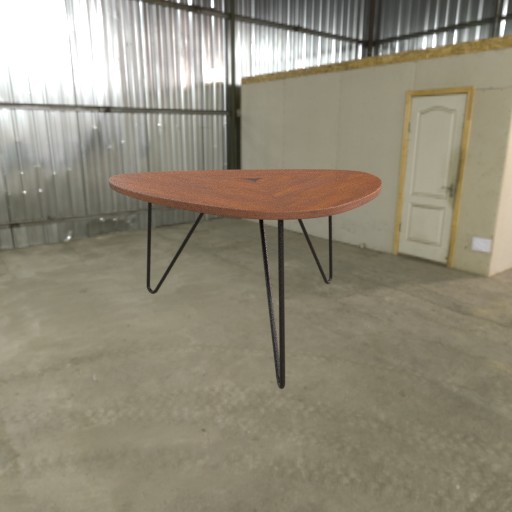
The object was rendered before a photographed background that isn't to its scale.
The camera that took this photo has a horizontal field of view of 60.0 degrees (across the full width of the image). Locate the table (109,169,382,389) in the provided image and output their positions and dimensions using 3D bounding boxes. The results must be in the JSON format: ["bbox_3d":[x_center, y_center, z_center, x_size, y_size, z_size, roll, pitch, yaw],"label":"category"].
[{"bbox_3d":[0.000,0.000,1.260,0.833,0.413,0.821,-3,16,-9],"label":"table"}]
